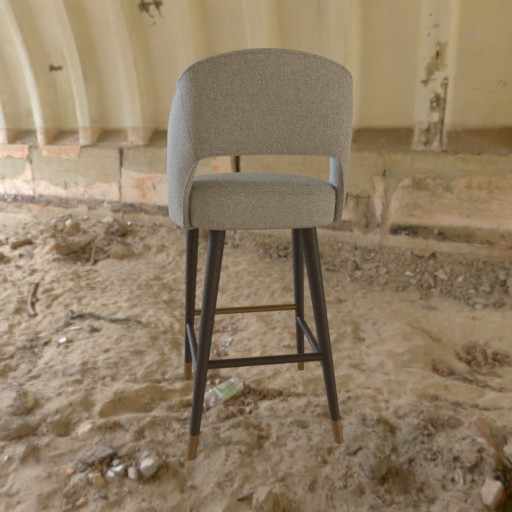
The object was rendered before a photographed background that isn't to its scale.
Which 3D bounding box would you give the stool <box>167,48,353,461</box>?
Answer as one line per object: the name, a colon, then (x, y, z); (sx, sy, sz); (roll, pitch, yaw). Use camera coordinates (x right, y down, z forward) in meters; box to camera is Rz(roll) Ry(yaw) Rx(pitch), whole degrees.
stool: (0.000, 0.000, 1.306); (0.494, 1.037, 0.509); (-2, 15, -9)
